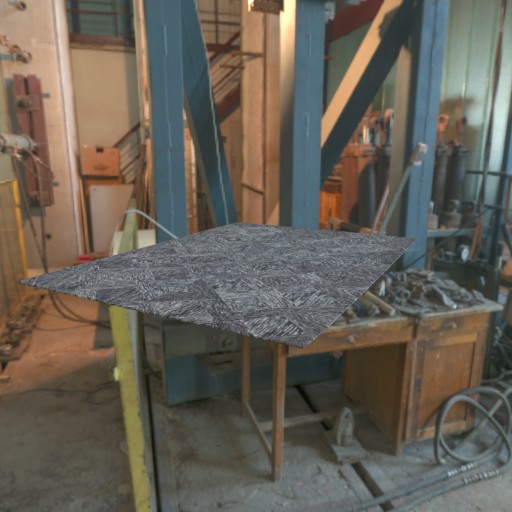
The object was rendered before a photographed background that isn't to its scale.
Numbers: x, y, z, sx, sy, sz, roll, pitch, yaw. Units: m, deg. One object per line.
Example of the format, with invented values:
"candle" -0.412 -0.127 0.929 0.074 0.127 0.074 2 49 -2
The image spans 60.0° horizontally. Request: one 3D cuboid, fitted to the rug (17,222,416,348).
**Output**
"rug" 0.000 0.000 5.261 2.997 0.020 4.093 7 15 28
